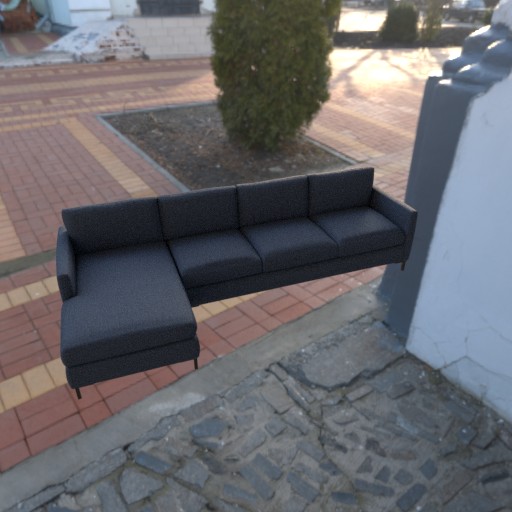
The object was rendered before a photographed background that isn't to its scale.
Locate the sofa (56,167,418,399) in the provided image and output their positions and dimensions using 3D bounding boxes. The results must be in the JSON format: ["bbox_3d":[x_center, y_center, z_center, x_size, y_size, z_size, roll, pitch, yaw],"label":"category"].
[{"bbox_3d":[0.000,0.000,2.944,2.445,0.673,1.125,-11,32,-18],"label":"sofa"}]
